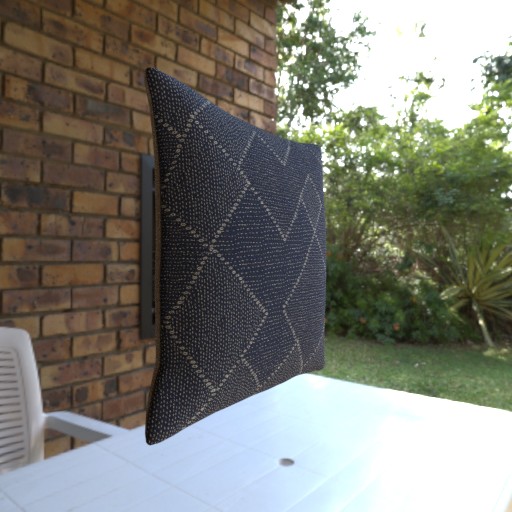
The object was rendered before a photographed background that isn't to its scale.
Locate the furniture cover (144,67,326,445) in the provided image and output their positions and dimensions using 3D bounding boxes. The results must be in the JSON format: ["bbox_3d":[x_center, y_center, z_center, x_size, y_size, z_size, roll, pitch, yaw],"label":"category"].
[{"bbox_3d":[0.000,0.000,0.794,0.162,0.503,0.511,0,-1,35],"label":"furniture cover"}]
